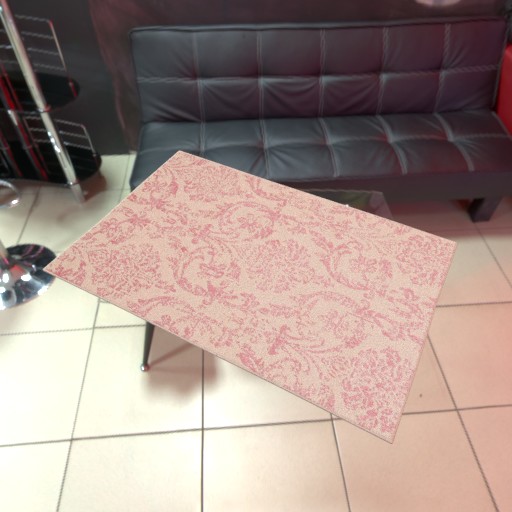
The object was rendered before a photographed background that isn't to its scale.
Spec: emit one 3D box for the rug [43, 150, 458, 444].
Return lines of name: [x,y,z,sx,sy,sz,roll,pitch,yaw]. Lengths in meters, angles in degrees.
rug: [0.000,0.000,2.345,1.839,0.012,1.219,22,51,19]
